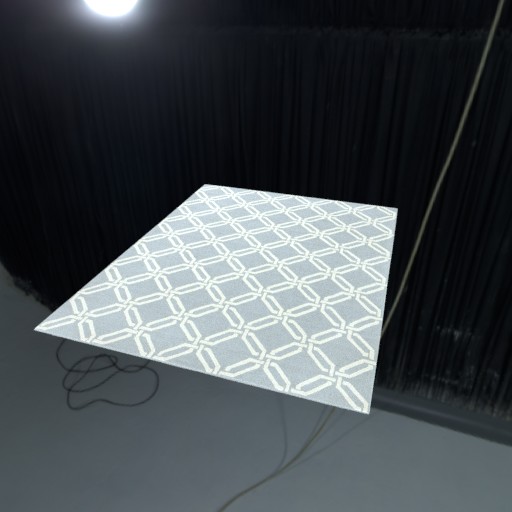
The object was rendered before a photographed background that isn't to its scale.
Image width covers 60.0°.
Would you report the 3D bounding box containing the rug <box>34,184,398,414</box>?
[{"bbox_3d":[0.000,0.000,3.948,2.288,0.018,2.895,10,32,16],"label":"rug"}]
